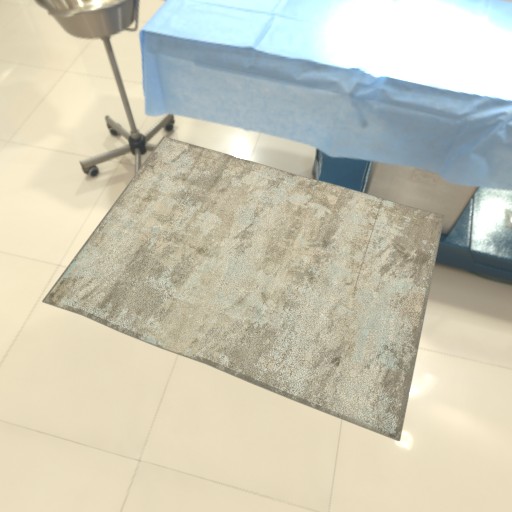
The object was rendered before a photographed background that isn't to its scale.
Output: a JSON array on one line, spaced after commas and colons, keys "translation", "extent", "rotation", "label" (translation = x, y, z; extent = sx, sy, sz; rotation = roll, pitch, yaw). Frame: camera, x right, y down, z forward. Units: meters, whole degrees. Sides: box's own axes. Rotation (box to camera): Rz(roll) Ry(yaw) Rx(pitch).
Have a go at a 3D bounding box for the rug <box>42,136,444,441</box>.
[{"translation": [0.000, 0.000, 4.357], "extent": [3.307, 0.013, 2.393], "rotation": [18, 58, 12], "label": "rug"}]
